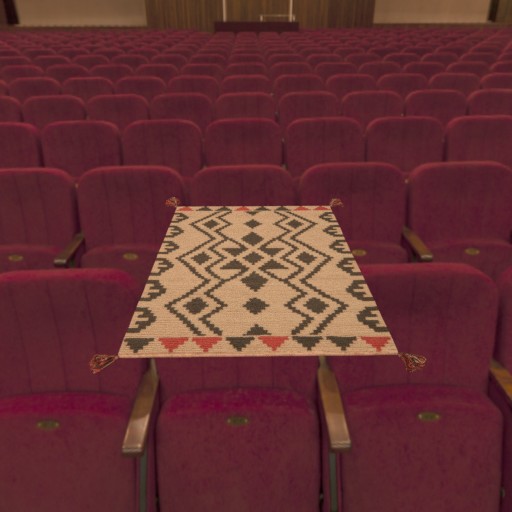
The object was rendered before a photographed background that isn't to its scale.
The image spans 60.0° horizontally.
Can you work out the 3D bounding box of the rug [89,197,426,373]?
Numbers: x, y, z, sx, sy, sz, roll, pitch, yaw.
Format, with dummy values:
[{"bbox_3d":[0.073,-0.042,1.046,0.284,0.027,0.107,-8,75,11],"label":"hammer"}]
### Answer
[{"bbox_3d":[0.000,0.000,2.727,1.444,0.067,2.069,0,27,-1],"label":"rug"}]
